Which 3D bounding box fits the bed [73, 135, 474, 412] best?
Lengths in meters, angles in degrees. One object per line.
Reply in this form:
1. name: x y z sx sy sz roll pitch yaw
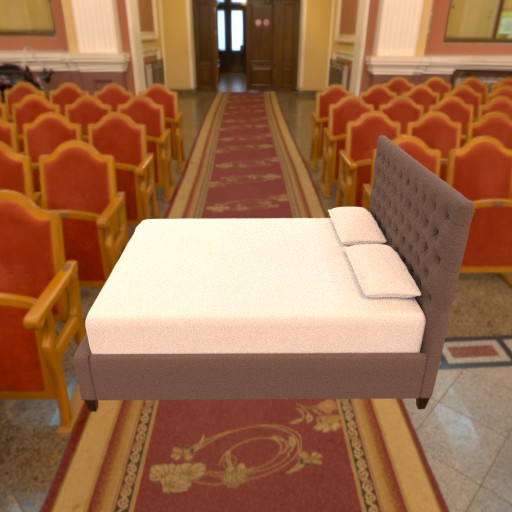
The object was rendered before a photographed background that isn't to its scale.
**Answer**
1. bed: 0.000 0.000 3.281 2.233 1.426 1.696 0 27 -1
